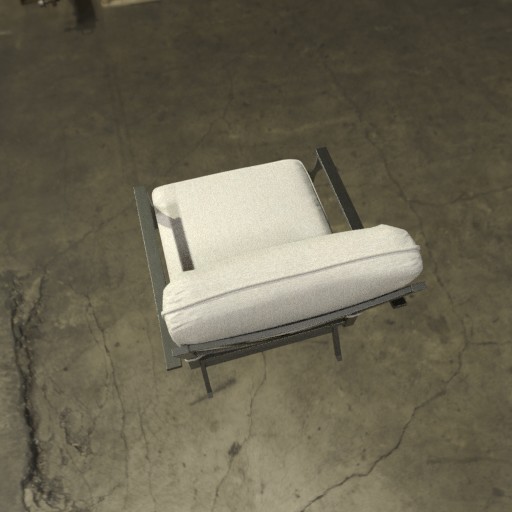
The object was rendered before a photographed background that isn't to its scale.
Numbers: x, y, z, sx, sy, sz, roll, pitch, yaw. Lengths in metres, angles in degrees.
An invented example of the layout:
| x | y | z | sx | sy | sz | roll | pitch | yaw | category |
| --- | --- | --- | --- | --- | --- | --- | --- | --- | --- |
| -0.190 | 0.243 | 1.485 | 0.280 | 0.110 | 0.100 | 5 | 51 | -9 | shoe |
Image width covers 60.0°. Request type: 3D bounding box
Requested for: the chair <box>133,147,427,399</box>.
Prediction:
| x | y | z | sx | sy | sz | roll | pitch | yaw | category |
| --- | --- | --- | --- | --- | --- | --- | --- | --- | --- |
| 0.000 | 0.000 | 1.422 | 0.650 | 0.860 | 0.787 | -14 | 59 | -8 | chair |
